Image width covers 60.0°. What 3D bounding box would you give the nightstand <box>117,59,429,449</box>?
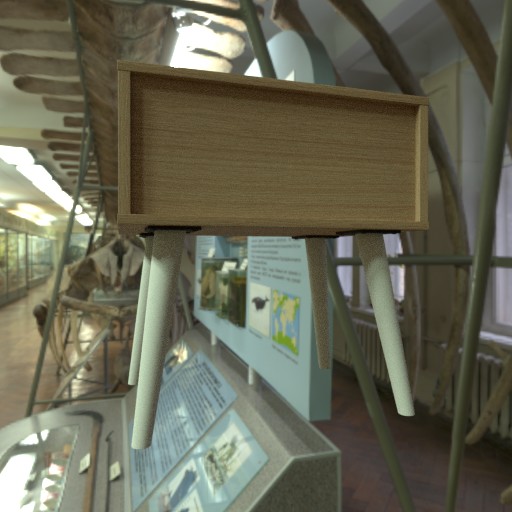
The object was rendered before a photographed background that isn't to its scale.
[{"bbox_3d":[0.000,0.000,0.963,0.571,0.610,0.407,0,0,-17],"label":"nightstand"}]
